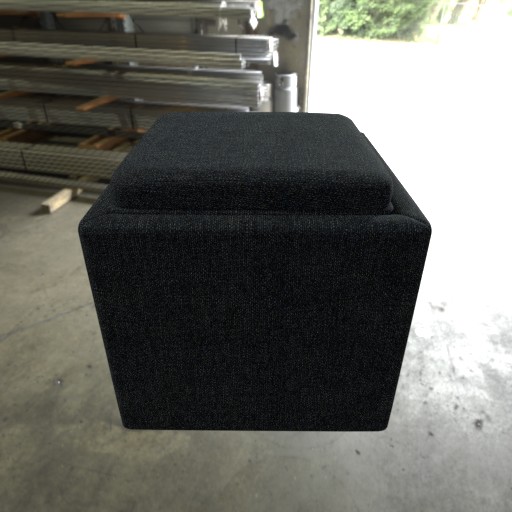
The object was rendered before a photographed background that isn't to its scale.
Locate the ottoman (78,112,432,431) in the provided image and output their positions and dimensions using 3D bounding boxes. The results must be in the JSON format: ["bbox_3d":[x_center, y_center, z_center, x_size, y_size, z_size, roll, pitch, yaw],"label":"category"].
[{"bbox_3d":[0.000,0.000,0.824,0.450,0.460,0.450,0,31,0],"label":"ottoman"}]
